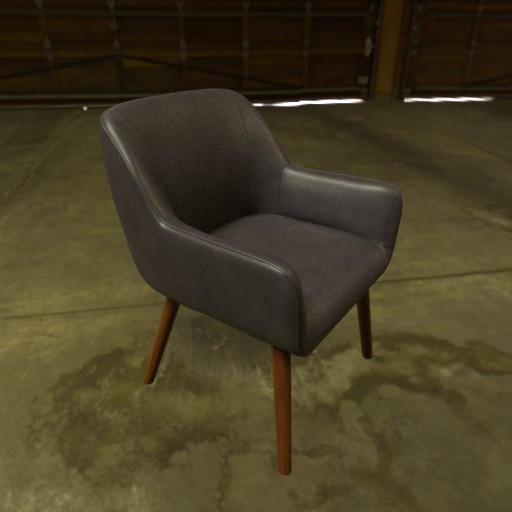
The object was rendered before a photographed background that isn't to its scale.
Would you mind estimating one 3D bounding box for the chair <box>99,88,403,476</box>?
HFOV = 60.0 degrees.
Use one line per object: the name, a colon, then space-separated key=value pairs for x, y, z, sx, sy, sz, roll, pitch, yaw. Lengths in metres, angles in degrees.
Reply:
chair: x=0.000 y=0.000 z=1.247 sx=0.610 sy=0.828 sz=0.610 roll=18 pitch=33 yaw=31
